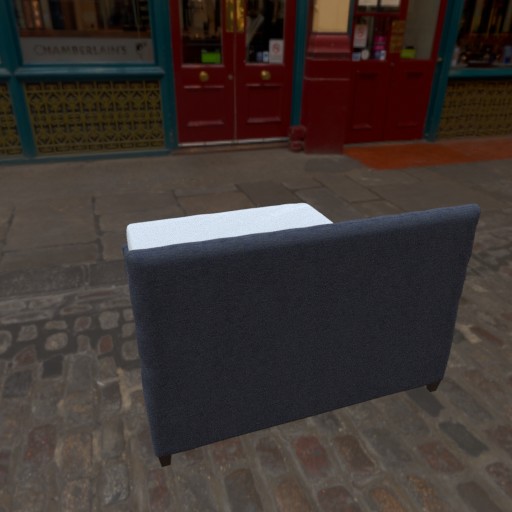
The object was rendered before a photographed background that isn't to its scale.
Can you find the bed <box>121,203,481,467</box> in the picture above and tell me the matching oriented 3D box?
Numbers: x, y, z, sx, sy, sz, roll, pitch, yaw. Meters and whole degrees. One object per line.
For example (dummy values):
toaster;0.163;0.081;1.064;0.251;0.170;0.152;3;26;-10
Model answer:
bed;0.000;0.000;3.630;2.078;1.427;2.387;-9;28;-17
